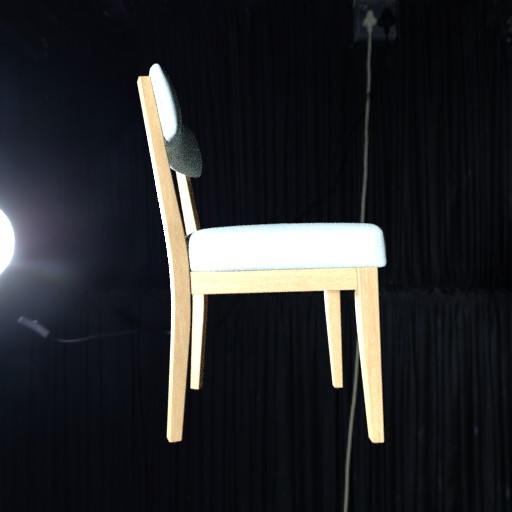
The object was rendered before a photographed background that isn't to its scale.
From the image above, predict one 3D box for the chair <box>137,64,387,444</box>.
[{"bbox_3d":[0.000,0.000,1.194,0.572,0.832,0.508,0,-1,-1],"label":"chair"}]
